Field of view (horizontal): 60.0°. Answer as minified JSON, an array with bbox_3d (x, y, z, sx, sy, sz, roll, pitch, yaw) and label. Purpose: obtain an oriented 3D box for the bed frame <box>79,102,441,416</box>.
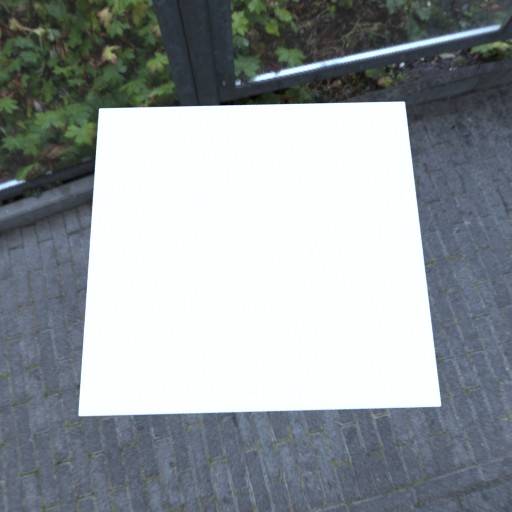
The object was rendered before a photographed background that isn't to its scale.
[{"bbox_3d":[0.000,0.000,2.979,2.032,0.559,1.930,-1,76,0],"label":"bed frame"}]
